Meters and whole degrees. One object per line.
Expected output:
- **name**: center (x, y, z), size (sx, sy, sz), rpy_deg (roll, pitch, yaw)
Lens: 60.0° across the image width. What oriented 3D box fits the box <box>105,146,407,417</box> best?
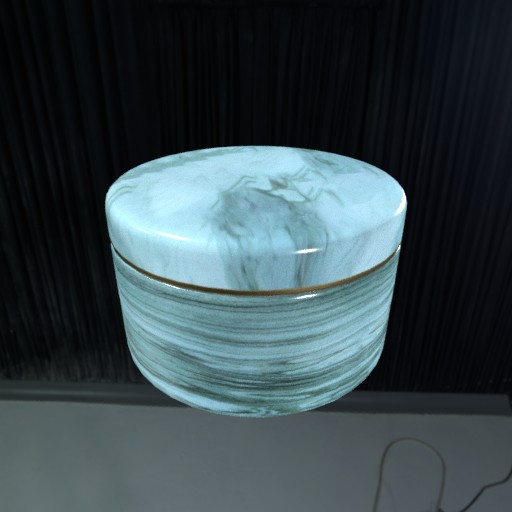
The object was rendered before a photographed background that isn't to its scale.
- **box**: center (0.000, 0.000, 0.167), size (0.101, 0.063, 0.101), rpy_deg (0, 28, 0)
